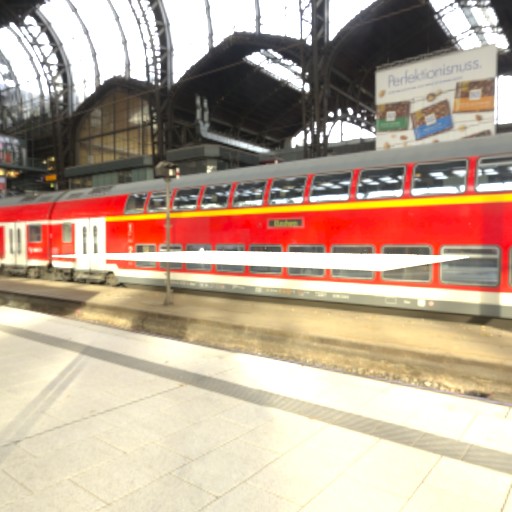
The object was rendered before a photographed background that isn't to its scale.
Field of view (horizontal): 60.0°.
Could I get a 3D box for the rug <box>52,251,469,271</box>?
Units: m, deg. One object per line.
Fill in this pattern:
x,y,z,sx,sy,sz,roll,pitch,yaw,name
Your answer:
0.000,0.000,2.333,1.825,0.015,1.232,2,3,36,rug
